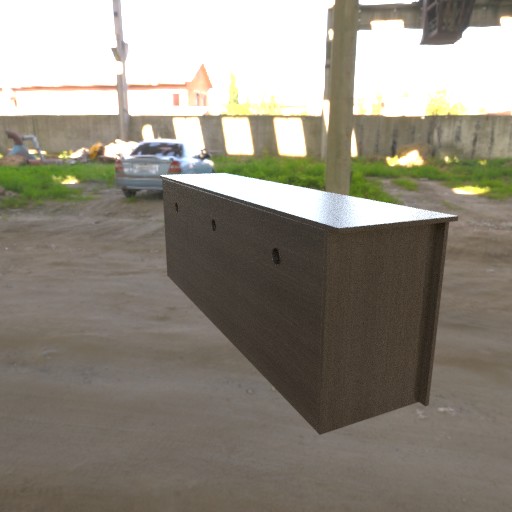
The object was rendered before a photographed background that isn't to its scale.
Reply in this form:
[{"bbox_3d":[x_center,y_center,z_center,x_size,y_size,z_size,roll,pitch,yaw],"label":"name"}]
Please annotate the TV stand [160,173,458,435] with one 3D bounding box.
[{"bbox_3d":[0.000,0.000,2.011,0.406,0.610,1.778,-7,16,-25],"label":"TV stand"}]
